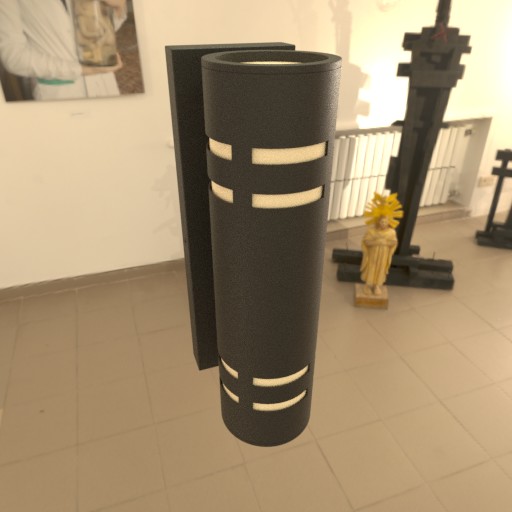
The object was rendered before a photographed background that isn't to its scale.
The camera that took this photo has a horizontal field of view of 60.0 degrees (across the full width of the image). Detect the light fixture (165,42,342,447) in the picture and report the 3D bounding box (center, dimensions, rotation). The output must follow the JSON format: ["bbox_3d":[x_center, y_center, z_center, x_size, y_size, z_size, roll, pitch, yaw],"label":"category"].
[{"bbox_3d":[0.000,0.000,0.394,0.105,0.330,0.149,-10,32,-17],"label":"light fixture"}]
